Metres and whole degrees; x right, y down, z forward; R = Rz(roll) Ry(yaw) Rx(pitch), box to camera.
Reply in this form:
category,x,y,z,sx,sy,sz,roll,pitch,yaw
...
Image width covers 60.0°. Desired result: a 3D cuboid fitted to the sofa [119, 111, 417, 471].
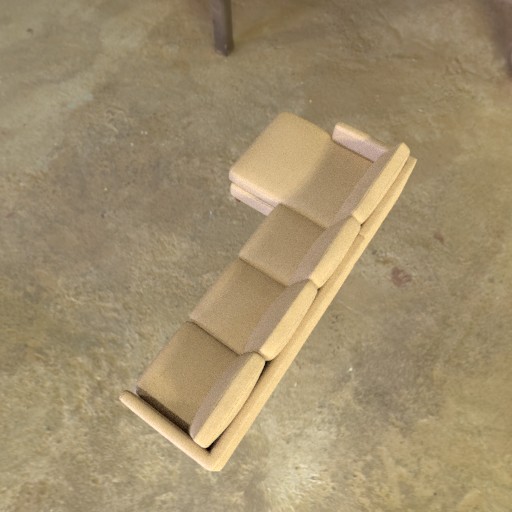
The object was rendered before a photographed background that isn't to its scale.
category,x,y,z,sx,sy,sz,roll,pitch,yaw
sofa,0.000,0.000,3.919,1.502,0.876,3.201,32,68,15
